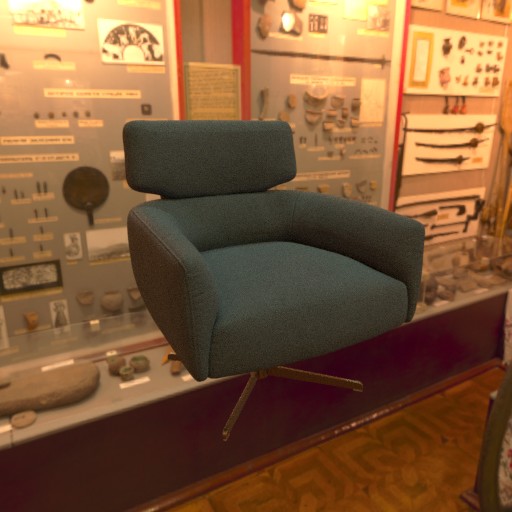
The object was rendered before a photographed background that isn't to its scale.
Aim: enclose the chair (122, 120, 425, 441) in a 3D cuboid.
[{"bbox_3d":[0.000,0.000,1.381,0.738,0.813,0.761,-9,19,-27],"label":"chair"}]
